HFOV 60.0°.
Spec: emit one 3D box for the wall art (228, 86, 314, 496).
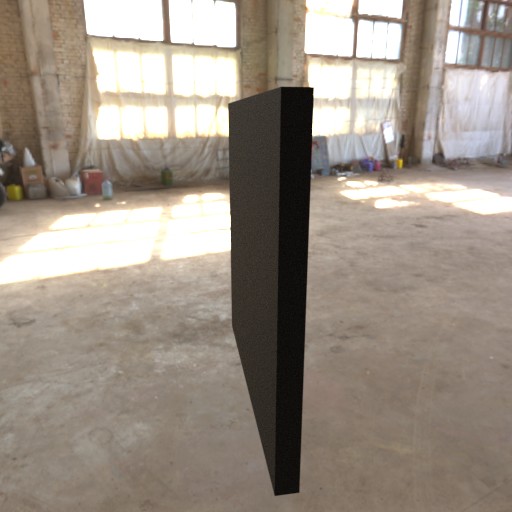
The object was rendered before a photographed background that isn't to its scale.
[{"bbox_3d":[0.000,0.000,0.682,0.030,0.458,0.462,-3,17,-9],"label":"wall art"}]
